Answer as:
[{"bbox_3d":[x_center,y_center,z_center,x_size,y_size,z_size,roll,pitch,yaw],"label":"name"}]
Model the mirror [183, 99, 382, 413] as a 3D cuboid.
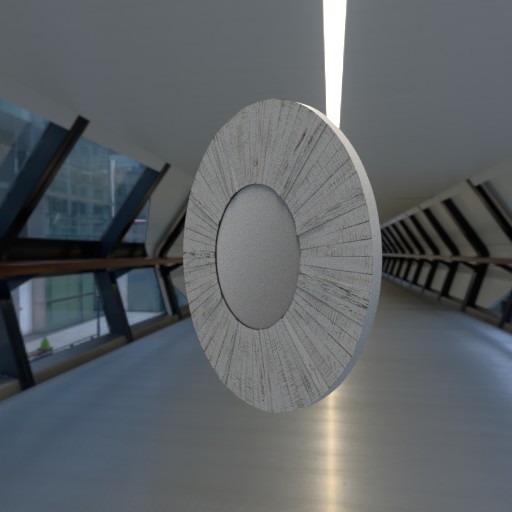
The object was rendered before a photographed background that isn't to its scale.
[{"bbox_3d":[0.000,0.000,1.354,0.038,0.914,0.914,-1,2,-36],"label":"mirror"}]
